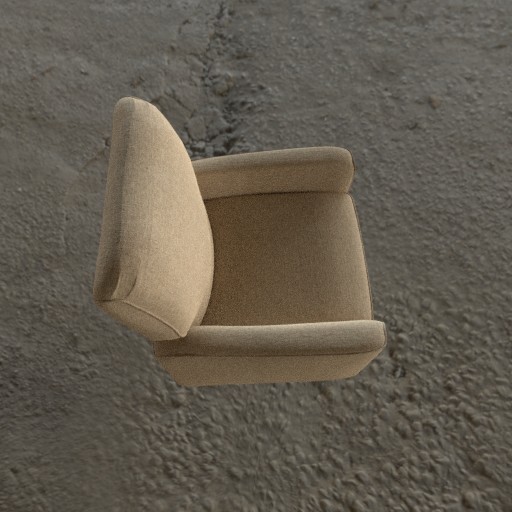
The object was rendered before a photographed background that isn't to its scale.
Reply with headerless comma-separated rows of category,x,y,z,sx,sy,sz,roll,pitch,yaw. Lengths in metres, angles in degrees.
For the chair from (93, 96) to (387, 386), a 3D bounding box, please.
chair,0.000,0.000,1.659,0.858,1.028,0.841,-3,64,-1
